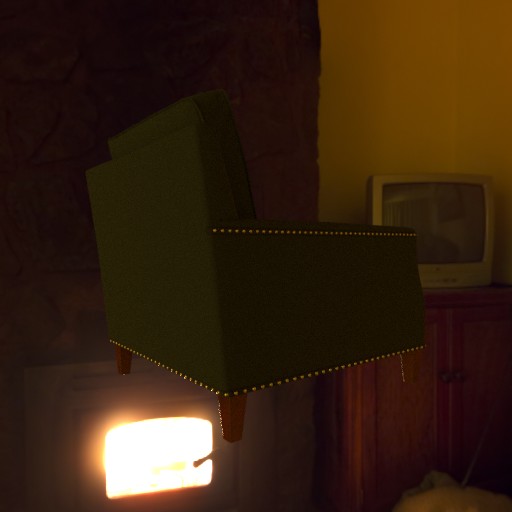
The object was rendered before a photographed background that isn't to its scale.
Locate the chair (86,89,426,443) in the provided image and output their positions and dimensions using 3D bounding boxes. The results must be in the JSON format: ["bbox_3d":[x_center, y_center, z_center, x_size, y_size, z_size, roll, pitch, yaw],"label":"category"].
[{"bbox_3d":[0.000,0.000,1.689,1.014,0.943,0.853,-1,2,-38],"label":"chair"}]
